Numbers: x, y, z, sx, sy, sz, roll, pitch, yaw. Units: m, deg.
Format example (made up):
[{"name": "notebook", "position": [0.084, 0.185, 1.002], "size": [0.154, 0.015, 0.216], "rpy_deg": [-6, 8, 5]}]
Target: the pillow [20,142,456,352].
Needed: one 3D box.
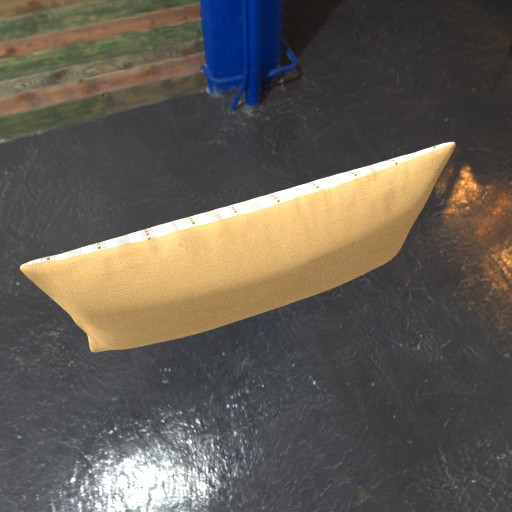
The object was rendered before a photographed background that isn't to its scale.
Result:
[{"name": "pillow", "position": [0.000, 0.000, 0.705], "size": [0.608, 0.291, 0.151], "rpy_deg": [-17, 59, -11]}]
